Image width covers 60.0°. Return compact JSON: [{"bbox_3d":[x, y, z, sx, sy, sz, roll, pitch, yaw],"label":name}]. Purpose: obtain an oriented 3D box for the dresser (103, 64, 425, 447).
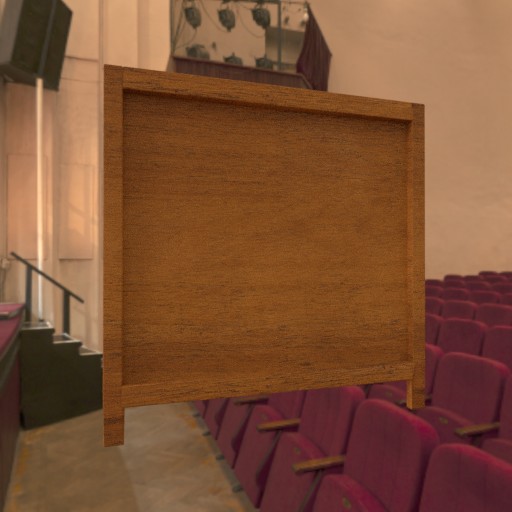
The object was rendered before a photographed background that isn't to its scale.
[{"bbox_3d":[0.000,0.000,1.248,0.804,0.804,0.427,0,0,-18],"label":"dresser"}]
